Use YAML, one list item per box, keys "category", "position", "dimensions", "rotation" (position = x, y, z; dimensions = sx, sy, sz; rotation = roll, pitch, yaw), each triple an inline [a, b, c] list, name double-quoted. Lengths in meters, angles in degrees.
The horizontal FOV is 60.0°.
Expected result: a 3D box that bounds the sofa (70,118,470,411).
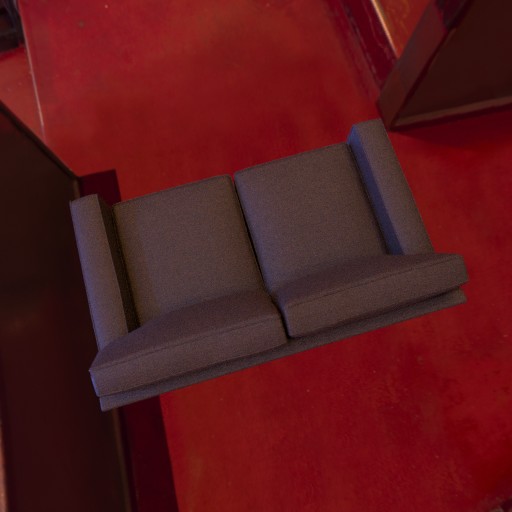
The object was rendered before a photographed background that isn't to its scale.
- category: "sofa"
  position: [0.000, 0.000, 2.105]
  dimensions: [1.534, 0.887, 0.974]
  rotation: [-16, 77, -4]
